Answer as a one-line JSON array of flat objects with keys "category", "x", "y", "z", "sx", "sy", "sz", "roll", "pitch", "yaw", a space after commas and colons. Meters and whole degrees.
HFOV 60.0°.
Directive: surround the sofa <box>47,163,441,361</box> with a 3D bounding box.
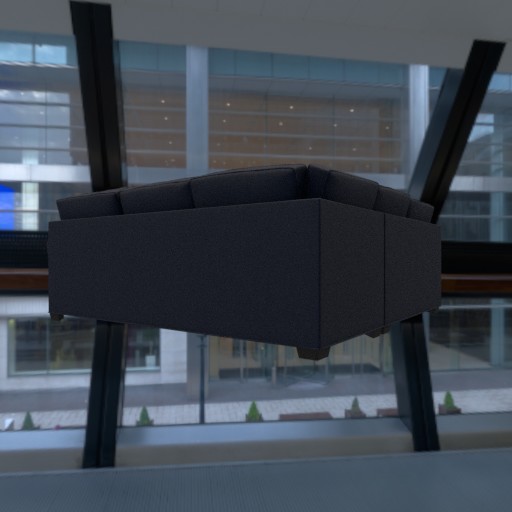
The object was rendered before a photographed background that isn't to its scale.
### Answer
[{"category": "sofa", "x": 0.000, "y": 0.000, "z": 3.904, "sx": 2.562, "sy": 1.042, "sz": 2.487, "roll": 0, "pitch": 0, "yaw": 36}]
